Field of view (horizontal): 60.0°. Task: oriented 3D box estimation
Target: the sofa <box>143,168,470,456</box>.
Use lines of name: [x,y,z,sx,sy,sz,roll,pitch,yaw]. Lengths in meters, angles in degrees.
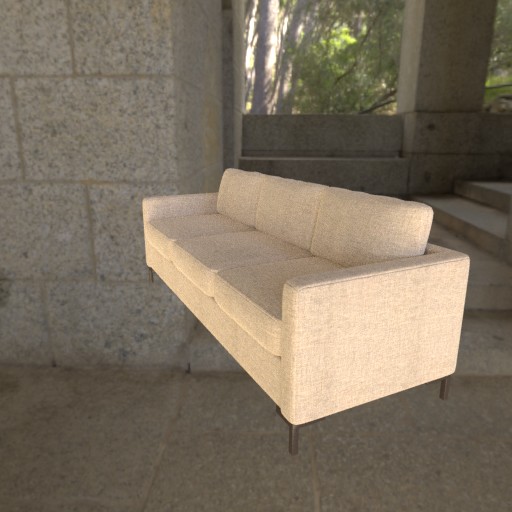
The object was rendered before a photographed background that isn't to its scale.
sofa: [0.000,0.000,2.615,0.859,0.874,2.218,-8,18,-25]
